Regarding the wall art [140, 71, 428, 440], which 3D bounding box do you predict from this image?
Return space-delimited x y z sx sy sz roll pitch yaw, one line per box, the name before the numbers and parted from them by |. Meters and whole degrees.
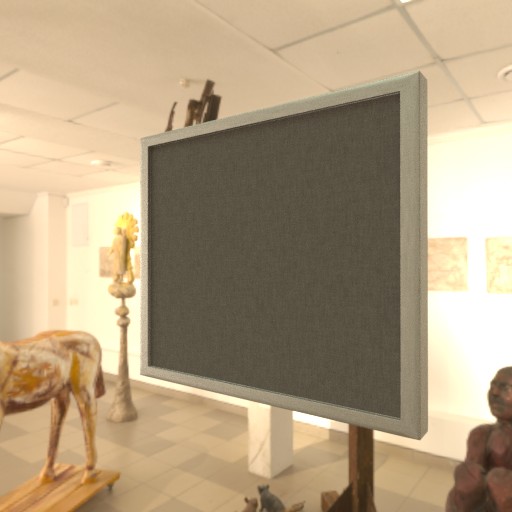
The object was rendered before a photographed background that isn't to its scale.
wall art | 0.000 0.000 0.517 0.380 0.330 0.028 0 0 36
